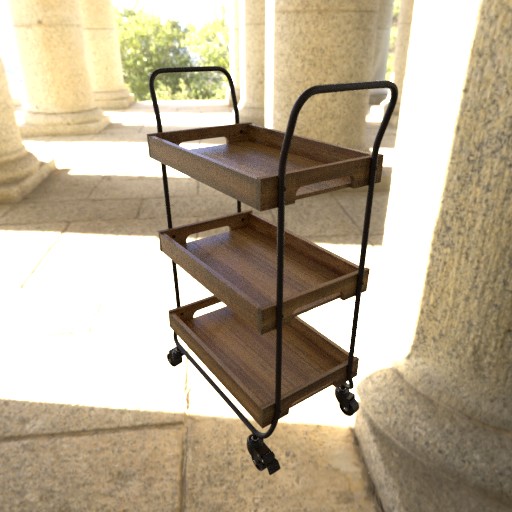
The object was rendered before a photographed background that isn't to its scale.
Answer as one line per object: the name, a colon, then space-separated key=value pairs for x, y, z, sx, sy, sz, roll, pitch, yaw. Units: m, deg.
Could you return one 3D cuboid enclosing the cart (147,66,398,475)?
cart: x=0.000 y=0.000 z=1.120 sx=0.339 sy=0.857 sz=0.583 roll=-17 pitch=31 yaw=-31
